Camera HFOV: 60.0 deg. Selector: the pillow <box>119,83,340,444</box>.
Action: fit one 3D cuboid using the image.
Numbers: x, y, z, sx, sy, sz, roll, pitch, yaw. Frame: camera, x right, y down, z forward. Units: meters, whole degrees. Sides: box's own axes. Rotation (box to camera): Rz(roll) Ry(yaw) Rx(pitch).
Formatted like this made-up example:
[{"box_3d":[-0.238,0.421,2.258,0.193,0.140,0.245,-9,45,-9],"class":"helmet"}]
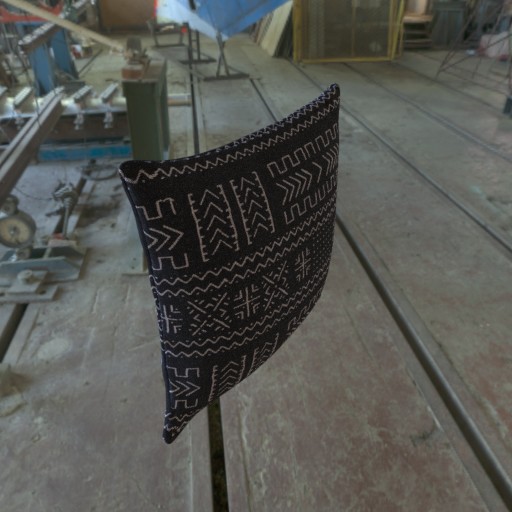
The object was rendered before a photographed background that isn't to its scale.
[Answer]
[{"box_3d":[0.000,0.000,0.671,0.164,0.430,0.438,22,39,30],"class":"pillow"}]
